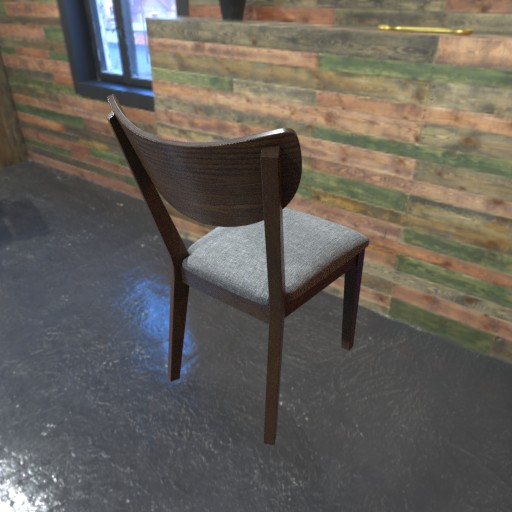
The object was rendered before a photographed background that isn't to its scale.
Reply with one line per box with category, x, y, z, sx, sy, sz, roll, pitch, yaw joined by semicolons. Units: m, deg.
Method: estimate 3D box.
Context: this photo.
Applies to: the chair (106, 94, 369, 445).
chair;0.000;0.000;1.200;0.491;0.849;0.583;21;37;32
